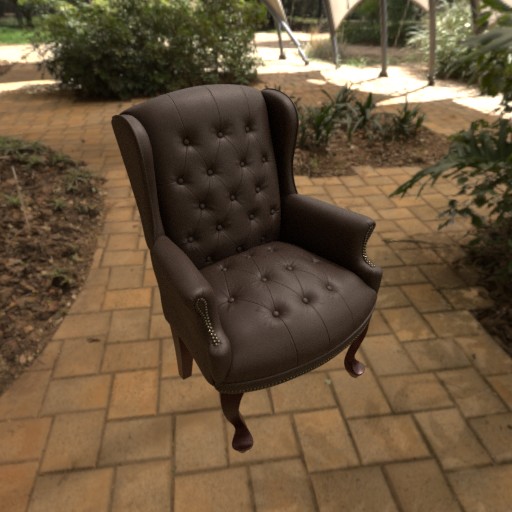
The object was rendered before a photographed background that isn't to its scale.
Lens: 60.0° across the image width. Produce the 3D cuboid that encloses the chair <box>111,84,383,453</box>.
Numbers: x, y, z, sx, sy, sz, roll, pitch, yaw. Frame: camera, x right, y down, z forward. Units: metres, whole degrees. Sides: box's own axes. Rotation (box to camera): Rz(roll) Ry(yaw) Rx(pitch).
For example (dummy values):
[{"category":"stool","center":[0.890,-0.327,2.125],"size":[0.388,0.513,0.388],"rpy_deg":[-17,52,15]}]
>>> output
[{"category":"chair","center":[0.000,0.000,1.684],"size":[0.829,1.132,0.819],"rpy_deg":[-21,37,-31]}]
